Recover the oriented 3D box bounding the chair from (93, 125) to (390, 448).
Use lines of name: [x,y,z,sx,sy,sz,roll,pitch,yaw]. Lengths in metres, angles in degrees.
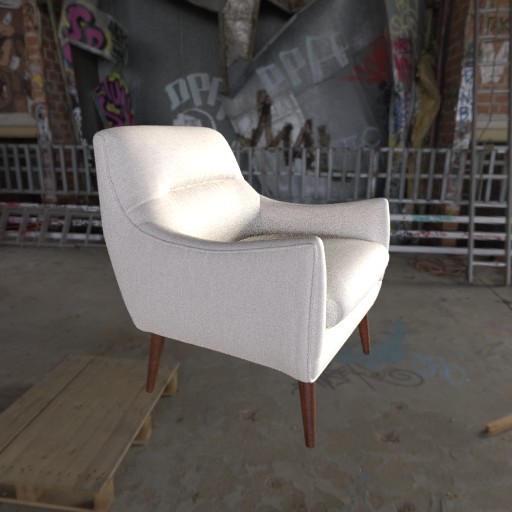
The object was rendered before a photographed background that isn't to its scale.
chair: [0.000,0.000,1.482,0.787,0.838,0.762,8,17,27]
